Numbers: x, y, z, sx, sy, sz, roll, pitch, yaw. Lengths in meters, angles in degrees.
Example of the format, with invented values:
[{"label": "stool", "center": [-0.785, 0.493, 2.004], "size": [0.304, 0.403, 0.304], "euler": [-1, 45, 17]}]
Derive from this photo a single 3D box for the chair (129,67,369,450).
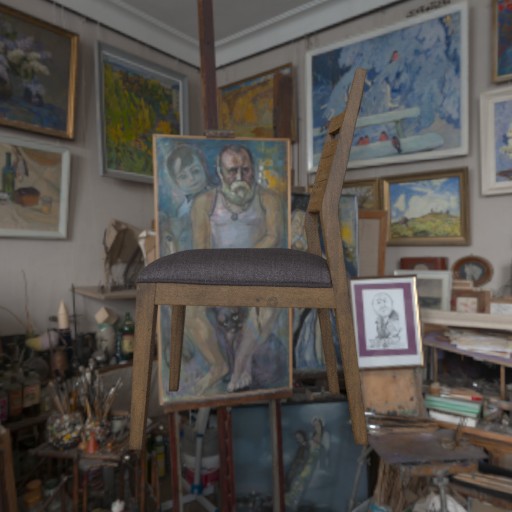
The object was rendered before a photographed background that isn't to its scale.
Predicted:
[{"label": "chair", "center": [0.000, 0.000, 1.316], "size": [0.610, 0.939, 0.501], "euler": [0, 0, 1]}]
